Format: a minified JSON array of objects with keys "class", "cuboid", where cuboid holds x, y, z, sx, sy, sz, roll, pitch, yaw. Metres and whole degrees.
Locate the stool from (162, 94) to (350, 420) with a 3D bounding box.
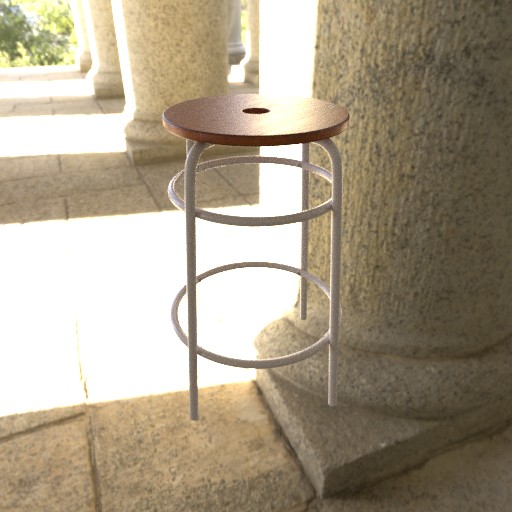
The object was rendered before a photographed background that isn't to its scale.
[{"class":"stool","cuboid":[0.000,0.000,0.958,0.455,0.610,0.455,22,37,32]}]
